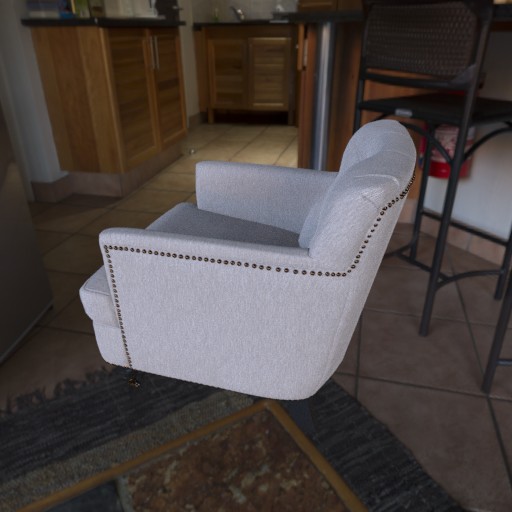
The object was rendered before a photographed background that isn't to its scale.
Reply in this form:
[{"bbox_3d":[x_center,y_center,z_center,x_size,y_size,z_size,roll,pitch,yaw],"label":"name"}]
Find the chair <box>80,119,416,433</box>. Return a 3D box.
[{"bbox_3d":[0.000,0.000,1.485,0.902,0.823,0.737,8,29,14],"label":"chair"}]
